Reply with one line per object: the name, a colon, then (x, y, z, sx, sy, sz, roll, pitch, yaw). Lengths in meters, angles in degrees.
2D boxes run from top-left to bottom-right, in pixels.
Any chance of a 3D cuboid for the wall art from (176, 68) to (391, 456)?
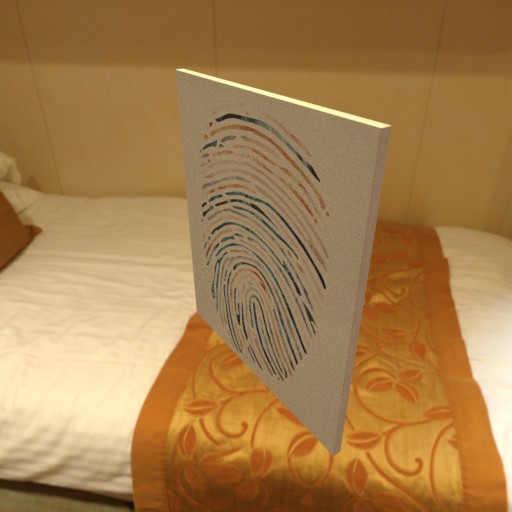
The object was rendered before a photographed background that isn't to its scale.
wall art: (0.000, 0.000, 0.996, 0.021, 0.710, 0.609, -20, 37, -30)
